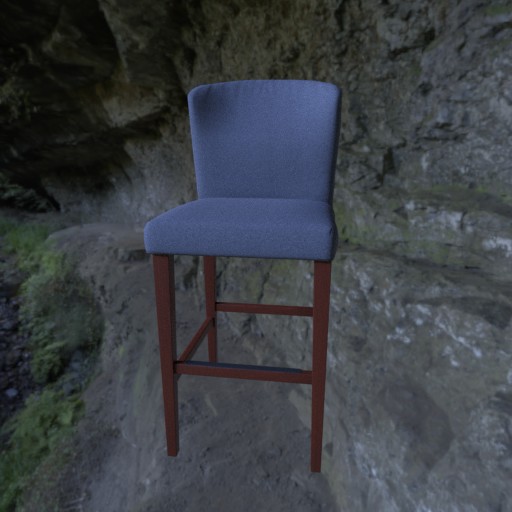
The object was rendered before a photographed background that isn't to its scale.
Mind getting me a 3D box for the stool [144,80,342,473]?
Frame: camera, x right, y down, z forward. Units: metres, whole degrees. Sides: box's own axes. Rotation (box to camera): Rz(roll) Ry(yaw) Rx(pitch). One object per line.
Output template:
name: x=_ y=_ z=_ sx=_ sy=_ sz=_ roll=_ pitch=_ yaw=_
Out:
stool: x=0.000 y=0.000 z=1.347 sx=0.481 sy=1.069 sz=0.568 roll=2 pitch=15 yaw=9
